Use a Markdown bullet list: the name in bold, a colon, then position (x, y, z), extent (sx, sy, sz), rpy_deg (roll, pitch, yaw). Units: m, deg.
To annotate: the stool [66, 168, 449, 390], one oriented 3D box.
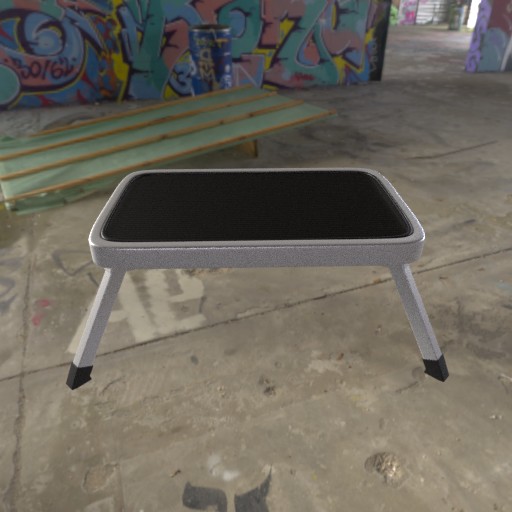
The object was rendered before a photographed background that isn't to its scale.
- **stool**: position (0.000, 0.000, 0.617), extent (0.460, 0.170, 0.320), rpy_deg (-1, 31, -1)
